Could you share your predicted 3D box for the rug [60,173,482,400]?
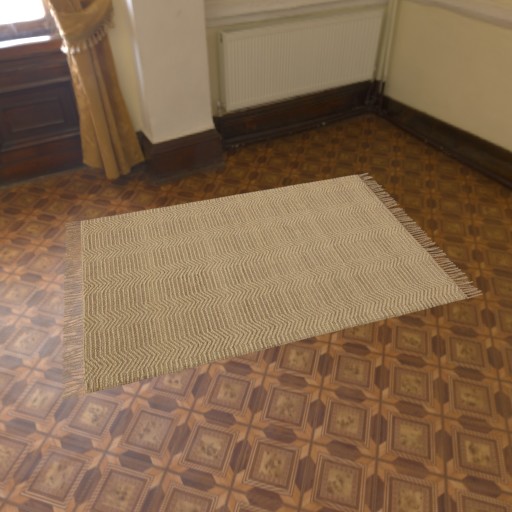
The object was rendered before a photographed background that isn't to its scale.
[{"bbox_3d":[0.000,0.000,3.033,2.523,0.034,1.528,-11,43,-13],"label":"rug"}]
